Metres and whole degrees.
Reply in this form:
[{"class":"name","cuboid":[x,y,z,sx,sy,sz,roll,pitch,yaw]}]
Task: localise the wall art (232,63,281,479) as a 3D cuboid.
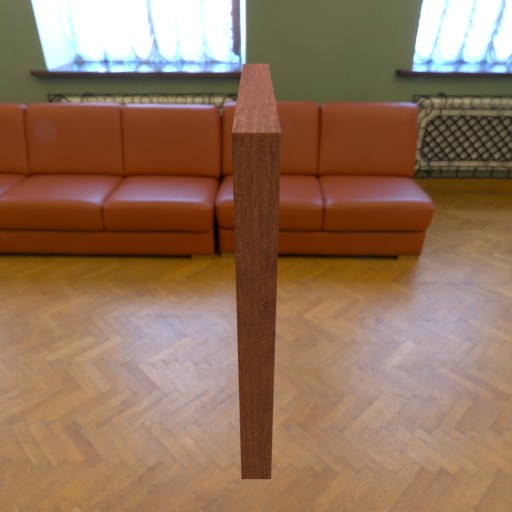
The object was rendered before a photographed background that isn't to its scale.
[{"class":"wall art","cuboid":[0.000,0.000,0.622,0.039,0.449,0.377,0,31,0]}]
